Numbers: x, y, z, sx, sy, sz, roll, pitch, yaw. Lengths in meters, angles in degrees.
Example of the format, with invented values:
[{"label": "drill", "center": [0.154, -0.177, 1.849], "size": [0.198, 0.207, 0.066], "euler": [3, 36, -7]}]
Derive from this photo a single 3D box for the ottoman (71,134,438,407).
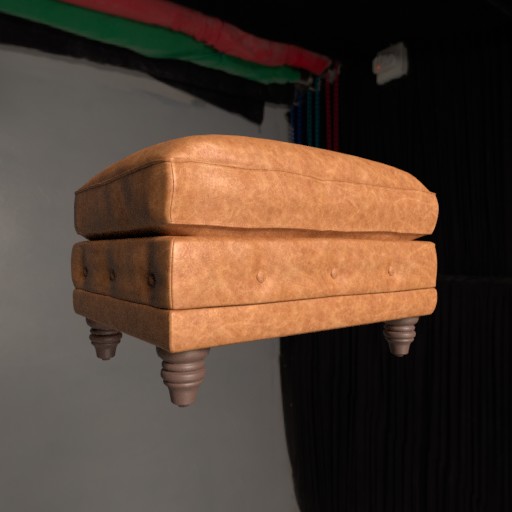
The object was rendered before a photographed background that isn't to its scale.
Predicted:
[{"label": "ottoman", "center": [0.000, 0.000, 1.049], "size": [0.710, 0.480, 0.533], "euler": [0, 1, -37]}]
